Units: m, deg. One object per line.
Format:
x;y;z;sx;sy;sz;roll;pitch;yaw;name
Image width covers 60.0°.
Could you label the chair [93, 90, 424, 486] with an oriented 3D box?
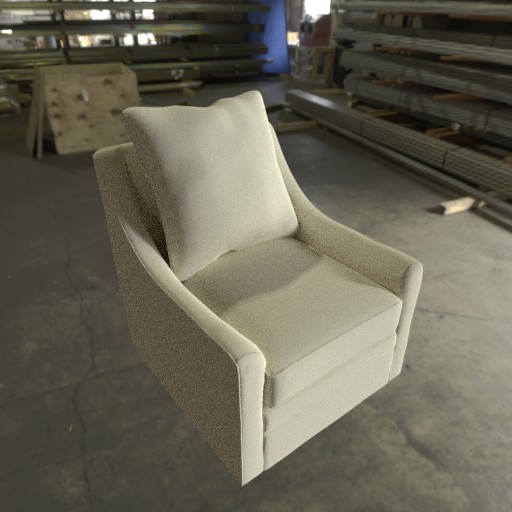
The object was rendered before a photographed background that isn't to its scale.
0.000;0.000;1.555;0.756;0.965;0.876;-21;36;-32;chair
